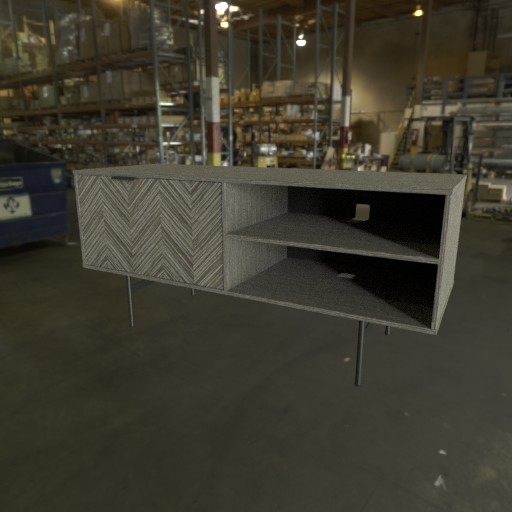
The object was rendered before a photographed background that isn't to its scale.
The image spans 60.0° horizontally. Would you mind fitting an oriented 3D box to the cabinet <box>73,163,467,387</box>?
[{"bbox_3d":[0.000,0.000,1.615,1.300,0.599,0.500,8,17,27],"label":"cabinet"}]
